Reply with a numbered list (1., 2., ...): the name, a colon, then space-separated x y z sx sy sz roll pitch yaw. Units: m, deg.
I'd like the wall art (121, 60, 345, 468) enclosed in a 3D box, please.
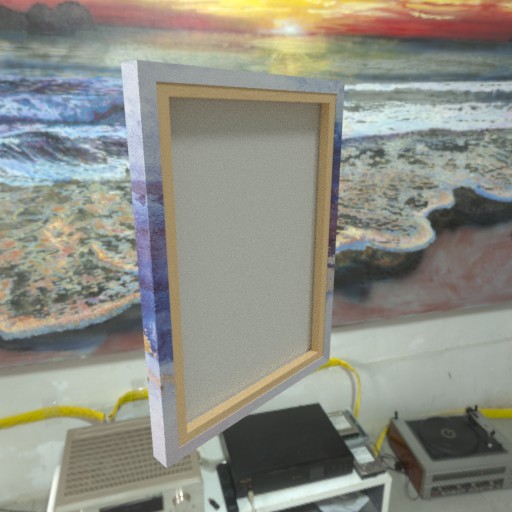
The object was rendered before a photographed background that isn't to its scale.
1. wall art: 0.000 0.000 0.761 0.036 0.581 0.437 16 23 41
